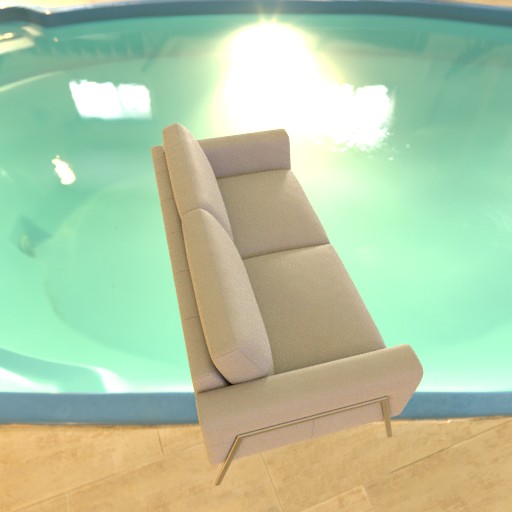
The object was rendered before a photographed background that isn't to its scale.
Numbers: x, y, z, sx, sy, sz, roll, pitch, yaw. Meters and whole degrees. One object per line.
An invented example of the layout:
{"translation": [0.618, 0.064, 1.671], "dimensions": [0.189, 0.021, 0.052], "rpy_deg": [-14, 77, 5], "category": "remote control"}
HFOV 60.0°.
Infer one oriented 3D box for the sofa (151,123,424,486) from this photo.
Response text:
{"translation": [0.000, 0.000, 2.542], "dimensions": [0.953, 0.875, 2.017], "rpy_deg": [-11, 48, -10], "category": "sofa"}
